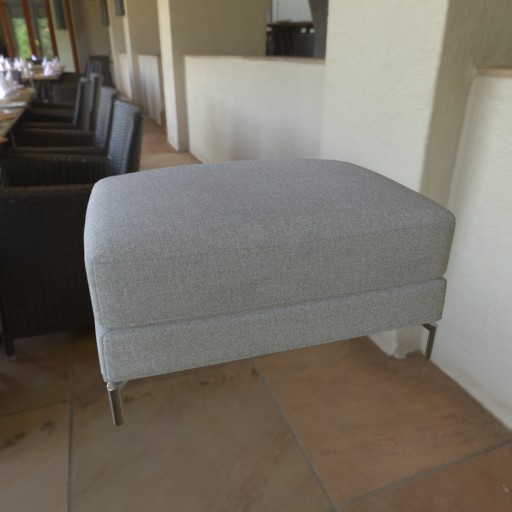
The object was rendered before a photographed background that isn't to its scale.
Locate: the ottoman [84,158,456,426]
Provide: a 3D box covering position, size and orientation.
[{"bbox_3d":[0.000,0.000,1.207,0.838,0.457,0.584,-7,26,-15],"label":"ottoman"}]
